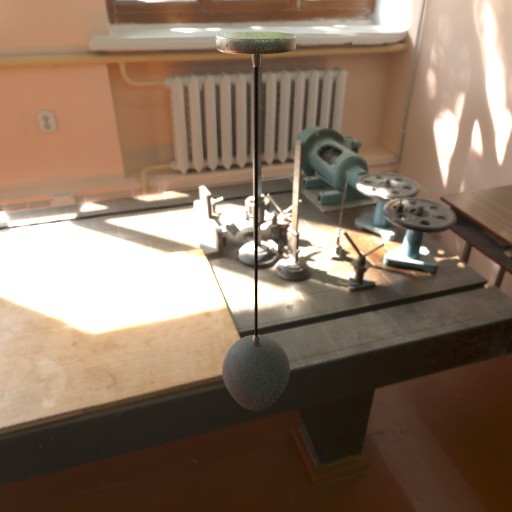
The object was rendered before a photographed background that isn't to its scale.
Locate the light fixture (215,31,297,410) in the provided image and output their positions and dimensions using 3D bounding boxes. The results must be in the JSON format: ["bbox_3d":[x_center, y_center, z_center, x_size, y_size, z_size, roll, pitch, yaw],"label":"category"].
[{"bbox_3d":[0.000,0.000,0.849,0.153,0.760,0.153,9,33,15],"label":"light fixture"}]
